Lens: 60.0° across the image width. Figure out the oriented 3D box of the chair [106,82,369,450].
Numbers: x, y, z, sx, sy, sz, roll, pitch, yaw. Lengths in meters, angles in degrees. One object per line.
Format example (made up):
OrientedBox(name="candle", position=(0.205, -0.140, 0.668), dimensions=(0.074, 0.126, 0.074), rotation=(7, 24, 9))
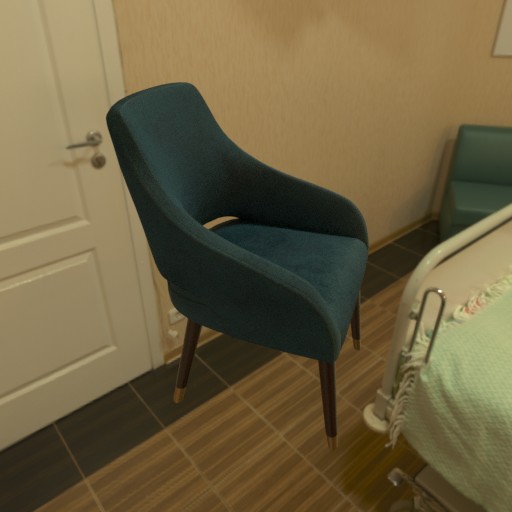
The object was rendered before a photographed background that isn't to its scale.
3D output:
OrientedBox(name="chair", position=(0.000, 0.000, 1.581), dimensions=(0.794, 1.081, 0.683), rotation=(11, 33, 17))
